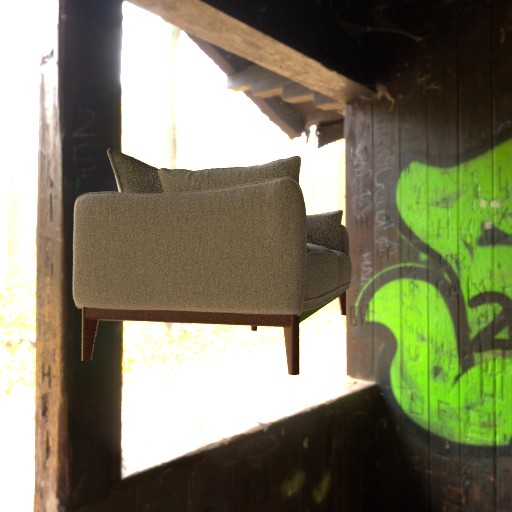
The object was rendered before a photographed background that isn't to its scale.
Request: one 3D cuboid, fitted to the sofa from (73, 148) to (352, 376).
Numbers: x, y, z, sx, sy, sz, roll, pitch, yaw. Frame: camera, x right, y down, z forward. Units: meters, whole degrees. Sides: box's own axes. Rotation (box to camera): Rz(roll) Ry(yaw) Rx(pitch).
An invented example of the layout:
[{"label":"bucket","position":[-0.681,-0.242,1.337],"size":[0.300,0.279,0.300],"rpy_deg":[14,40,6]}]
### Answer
[{"label":"sofa","position":[0.000,0.000,2.553],"size":[0.991,0.860,1.989],"rpy_deg":[0,-1,16]}]
